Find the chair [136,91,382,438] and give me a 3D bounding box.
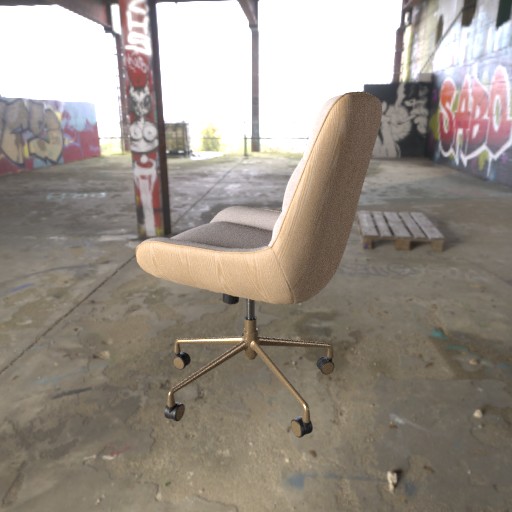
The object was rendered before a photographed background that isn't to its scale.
[{"bbox_3d":[0.000,0.000,1.386,0.668,0.952,0.564,8,20,24],"label":"chair"}]
